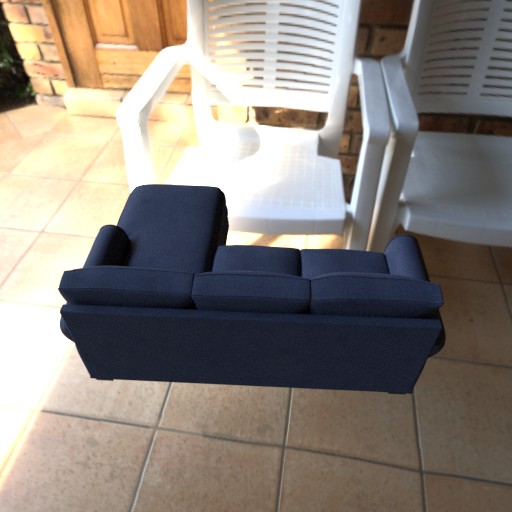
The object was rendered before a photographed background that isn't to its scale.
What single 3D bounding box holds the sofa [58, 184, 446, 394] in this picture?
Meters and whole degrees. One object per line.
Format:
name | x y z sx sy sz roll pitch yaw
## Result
sofa | 0.000 0.000 3.545 2.567 1.063 1.780 2 45 2
